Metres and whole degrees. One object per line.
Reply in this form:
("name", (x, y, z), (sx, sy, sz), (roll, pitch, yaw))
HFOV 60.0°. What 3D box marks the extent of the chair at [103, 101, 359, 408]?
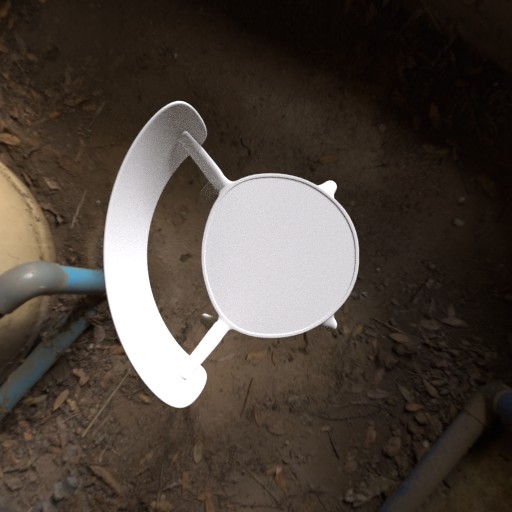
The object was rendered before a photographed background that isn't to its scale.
("chair", (0.000, 0.000, 1.107), (0.491, 0.790, 0.506), (0, 90, 1))
